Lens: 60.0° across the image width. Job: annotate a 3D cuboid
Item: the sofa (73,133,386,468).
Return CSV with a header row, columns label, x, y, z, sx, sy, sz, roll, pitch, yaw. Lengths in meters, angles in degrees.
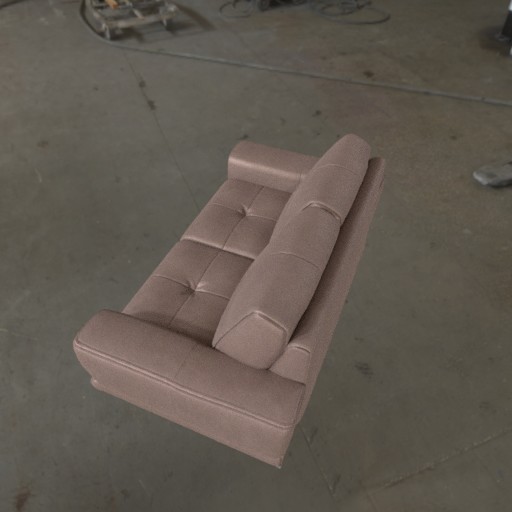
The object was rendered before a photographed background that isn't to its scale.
label,x,y,z,sx,sy,sz,roll,pitch,yaw
sofa,0.000,0.000,2.381,1.018,0.907,1.806,17,48,16
